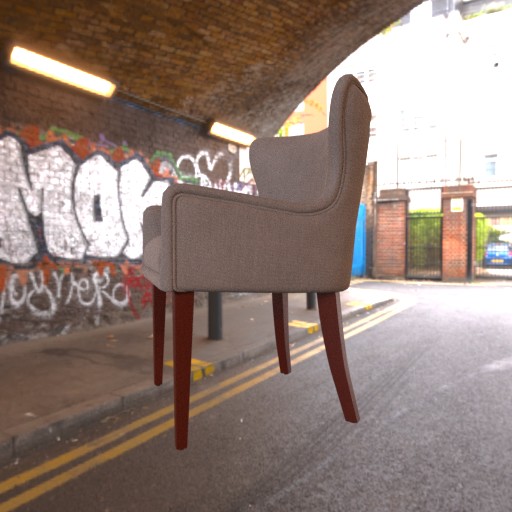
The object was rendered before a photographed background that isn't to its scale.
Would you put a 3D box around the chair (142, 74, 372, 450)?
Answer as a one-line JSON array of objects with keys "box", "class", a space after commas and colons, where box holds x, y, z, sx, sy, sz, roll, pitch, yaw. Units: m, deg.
[{"box": [0.000, 0.000, 1.432, 0.677, 0.948, 0.732, 0, 1, -18], "class": "chair"}]
